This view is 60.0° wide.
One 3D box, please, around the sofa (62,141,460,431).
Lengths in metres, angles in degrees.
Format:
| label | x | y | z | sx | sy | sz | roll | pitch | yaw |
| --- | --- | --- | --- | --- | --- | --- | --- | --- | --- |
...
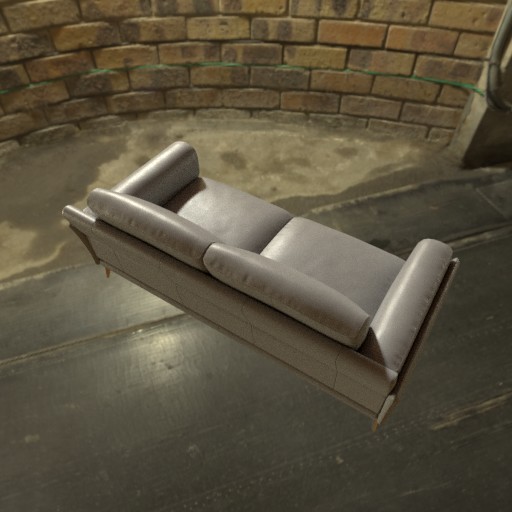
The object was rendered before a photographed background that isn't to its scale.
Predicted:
| label | x | y | z | sx | sy | sz | roll | pitch | yaw |
| --- | --- | --- | --- | --- | --- | --- | --- | --- | --- |
| sofa | 0.000 | 0.000 | 2.673 | 2.101 | 0.930 | 1.049 | 25 | 52 | 21 |
